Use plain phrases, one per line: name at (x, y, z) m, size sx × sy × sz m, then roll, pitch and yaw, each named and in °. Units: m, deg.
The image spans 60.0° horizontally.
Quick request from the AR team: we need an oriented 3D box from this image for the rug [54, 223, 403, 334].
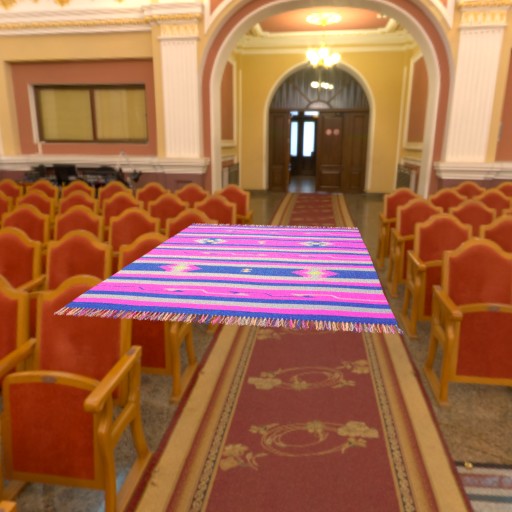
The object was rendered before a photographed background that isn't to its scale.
rug at (0.000, 0.000, 3.010) m, size 1.539 × 0.013 × 2.350 m, roll 2°, pitch 15°, yaw 8°
